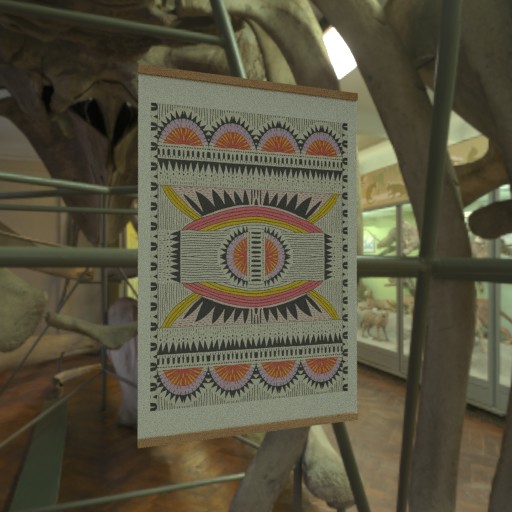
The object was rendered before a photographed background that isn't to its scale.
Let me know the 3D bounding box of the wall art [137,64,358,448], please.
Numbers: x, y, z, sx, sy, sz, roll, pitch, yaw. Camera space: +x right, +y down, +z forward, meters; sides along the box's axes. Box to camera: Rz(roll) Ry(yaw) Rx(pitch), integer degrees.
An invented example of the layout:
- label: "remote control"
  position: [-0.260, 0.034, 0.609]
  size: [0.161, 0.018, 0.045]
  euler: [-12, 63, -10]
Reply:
- label: "wall art"
  position: [0.000, 0.000, 1.938]
  size: [0.999, 1.533, 0.028]
  euler: [0, 0, -18]
